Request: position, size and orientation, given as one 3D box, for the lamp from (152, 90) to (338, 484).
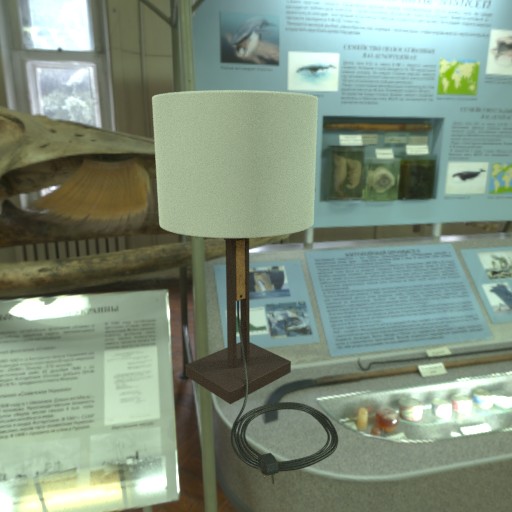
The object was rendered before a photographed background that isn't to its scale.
[{"bbox_3d":[0.000,0.000,0.978,0.396,0.668,0.525,-14,20,-42],"label":"lamp"}]
